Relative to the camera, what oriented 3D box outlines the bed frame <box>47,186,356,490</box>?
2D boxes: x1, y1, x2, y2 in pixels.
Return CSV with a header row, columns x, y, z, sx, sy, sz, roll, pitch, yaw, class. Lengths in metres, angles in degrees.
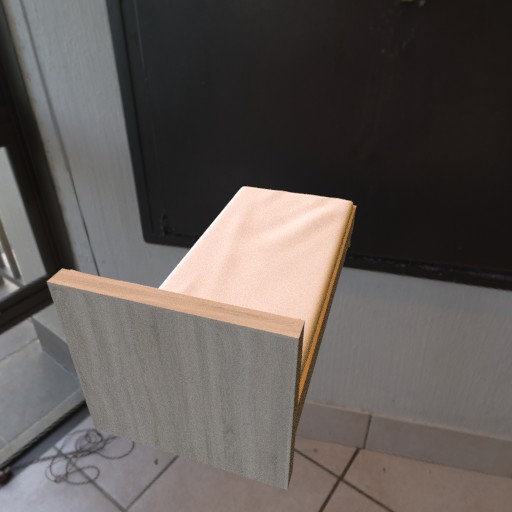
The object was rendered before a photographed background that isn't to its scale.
x,y,z,sx,sy,sz,roll,pitch,yaw,class
0.000,0.000,2.673,0.990,0.920,2.140,10,35,15,bed frame
